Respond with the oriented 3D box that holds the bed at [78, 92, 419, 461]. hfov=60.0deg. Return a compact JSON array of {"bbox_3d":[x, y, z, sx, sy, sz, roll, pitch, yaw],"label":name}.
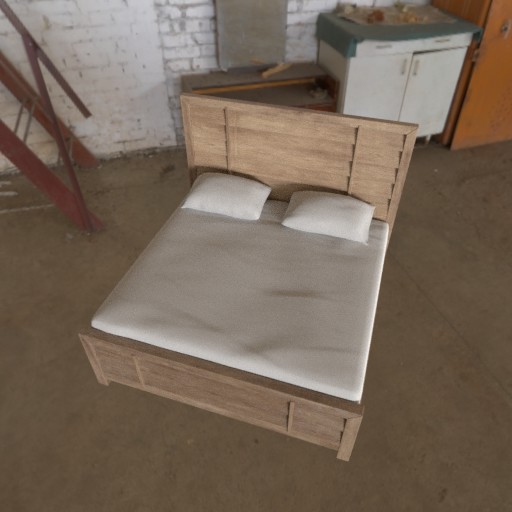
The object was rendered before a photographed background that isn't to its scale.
[{"bbox_3d":[0.000,0.000,3.539,2.032,1.626,2.032,12,43,13],"label":"bed"}]
